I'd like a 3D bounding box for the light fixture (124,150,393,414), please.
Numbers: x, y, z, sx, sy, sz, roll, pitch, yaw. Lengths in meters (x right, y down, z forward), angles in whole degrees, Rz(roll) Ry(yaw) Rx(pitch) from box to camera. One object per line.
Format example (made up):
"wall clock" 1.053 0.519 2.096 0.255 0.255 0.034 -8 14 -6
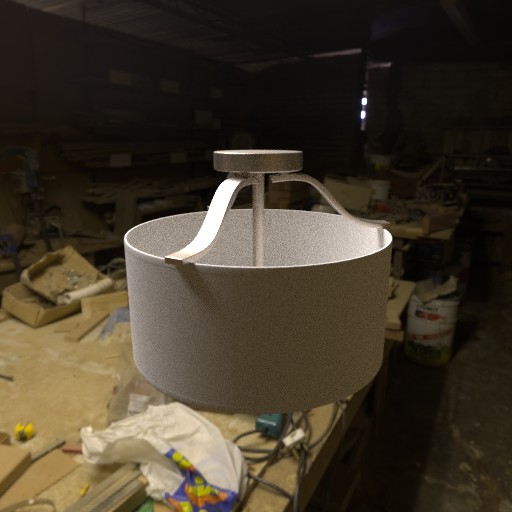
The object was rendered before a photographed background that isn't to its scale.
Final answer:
"light fixture" 0.000 0.000 0.661 0.395 0.304 0.395 0 15 0
